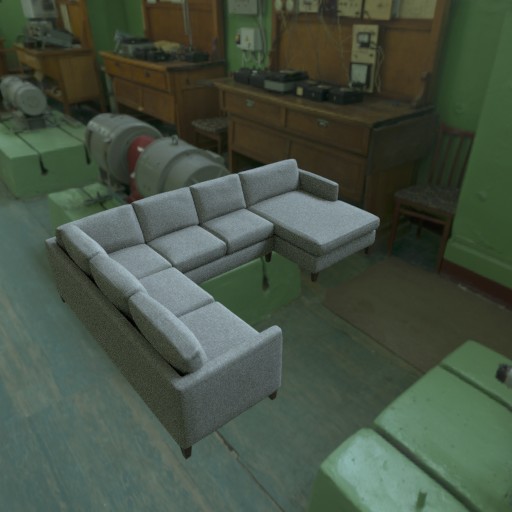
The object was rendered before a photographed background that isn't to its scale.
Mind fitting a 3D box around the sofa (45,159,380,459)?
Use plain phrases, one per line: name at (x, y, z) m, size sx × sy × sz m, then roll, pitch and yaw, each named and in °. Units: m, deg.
sofa at (0.000, 0.000, 4.669) m, size 3.460 × 0.959 × 2.593 m, roll -23°, pitch 38°, yaw -34°
